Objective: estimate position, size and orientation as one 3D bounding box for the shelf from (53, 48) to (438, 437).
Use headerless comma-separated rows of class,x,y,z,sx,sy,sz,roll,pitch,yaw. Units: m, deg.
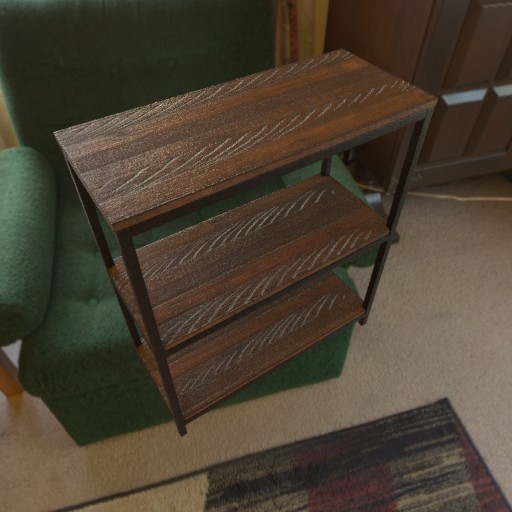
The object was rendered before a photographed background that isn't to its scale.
shelf,0.000,0.000,1.361,0.822,0.947,0.352,-25,52,-22
